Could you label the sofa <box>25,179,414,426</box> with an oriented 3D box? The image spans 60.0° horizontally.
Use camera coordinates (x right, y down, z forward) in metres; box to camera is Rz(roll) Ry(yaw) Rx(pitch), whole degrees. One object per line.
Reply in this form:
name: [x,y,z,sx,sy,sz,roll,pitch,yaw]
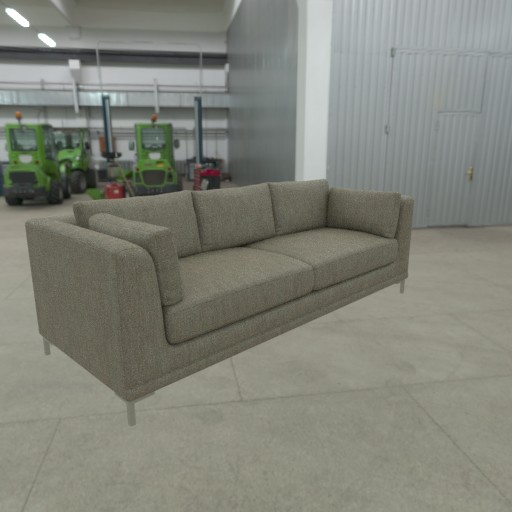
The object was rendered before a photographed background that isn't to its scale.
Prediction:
sofa: [0.000,0.000,2.855,0.969,0.867,2.415,14,20,43]
